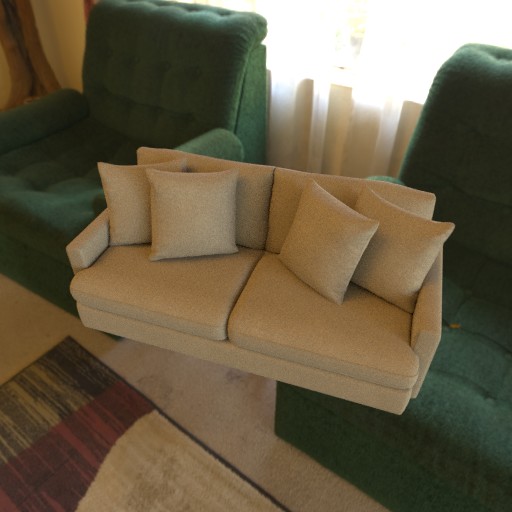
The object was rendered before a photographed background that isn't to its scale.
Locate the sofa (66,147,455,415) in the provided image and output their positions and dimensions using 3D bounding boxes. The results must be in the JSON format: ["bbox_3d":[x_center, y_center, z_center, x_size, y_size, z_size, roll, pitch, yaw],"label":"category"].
[{"bbox_3d":[0.000,0.000,3.029,2.380,1.084,1.228,12,42,14],"label":"sofa"}]
